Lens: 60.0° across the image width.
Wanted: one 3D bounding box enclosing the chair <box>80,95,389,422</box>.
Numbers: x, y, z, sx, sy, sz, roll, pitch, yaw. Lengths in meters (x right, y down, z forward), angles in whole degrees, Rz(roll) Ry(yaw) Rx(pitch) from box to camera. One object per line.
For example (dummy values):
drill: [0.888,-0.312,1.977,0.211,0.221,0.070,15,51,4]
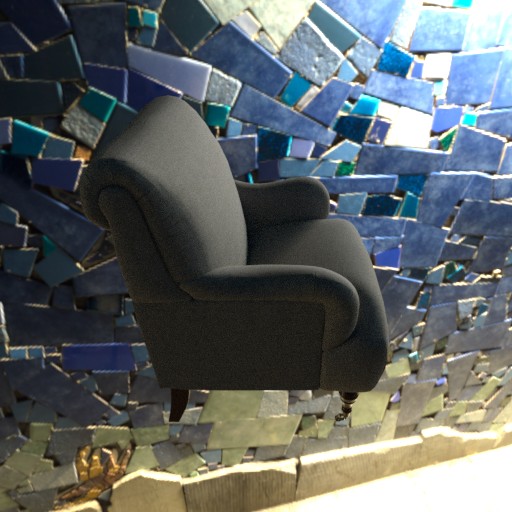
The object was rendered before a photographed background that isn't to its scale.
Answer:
chair: [0.000,0.000,1.539,0.843,0.942,0.766,1,32,1]
